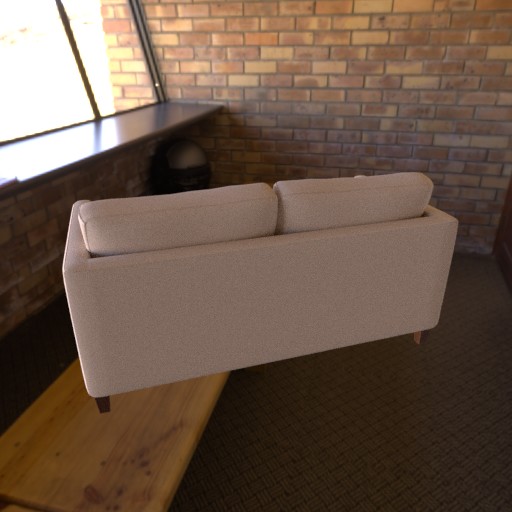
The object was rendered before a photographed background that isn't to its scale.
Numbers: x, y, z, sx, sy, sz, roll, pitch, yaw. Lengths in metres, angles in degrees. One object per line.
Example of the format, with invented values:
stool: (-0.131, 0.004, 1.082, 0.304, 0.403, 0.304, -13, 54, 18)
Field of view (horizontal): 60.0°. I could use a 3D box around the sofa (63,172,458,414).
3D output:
sofa: (0.000, 0.000, 2.262, 1.722, 0.888, 0.873, -8, 26, -16)
